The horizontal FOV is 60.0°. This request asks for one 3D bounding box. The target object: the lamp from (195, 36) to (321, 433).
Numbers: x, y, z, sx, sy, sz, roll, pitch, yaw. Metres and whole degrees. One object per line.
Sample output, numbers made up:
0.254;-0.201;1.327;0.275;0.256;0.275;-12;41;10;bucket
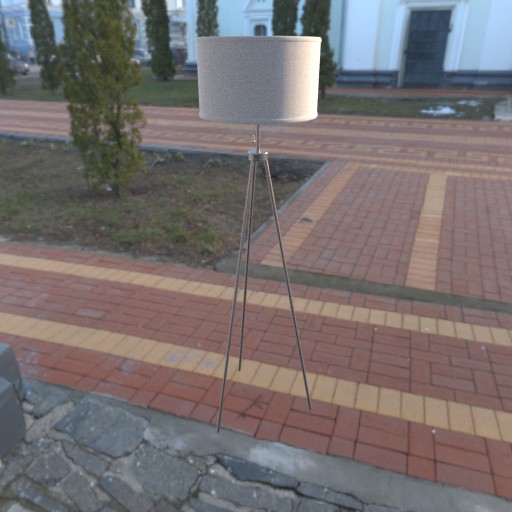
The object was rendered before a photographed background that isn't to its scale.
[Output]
0.000;0.000;1.748;0.448;1.545;0.458;16;29;32;lamp
